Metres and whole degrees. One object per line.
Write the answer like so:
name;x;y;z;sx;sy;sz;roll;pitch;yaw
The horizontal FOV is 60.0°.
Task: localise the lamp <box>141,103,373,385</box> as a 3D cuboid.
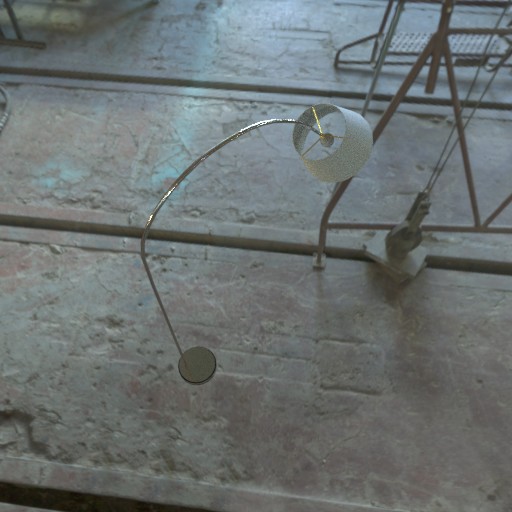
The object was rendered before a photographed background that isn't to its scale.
lamp;0.000;0.000;2.739;1.445;2.098;0.406;-34;64;-19
